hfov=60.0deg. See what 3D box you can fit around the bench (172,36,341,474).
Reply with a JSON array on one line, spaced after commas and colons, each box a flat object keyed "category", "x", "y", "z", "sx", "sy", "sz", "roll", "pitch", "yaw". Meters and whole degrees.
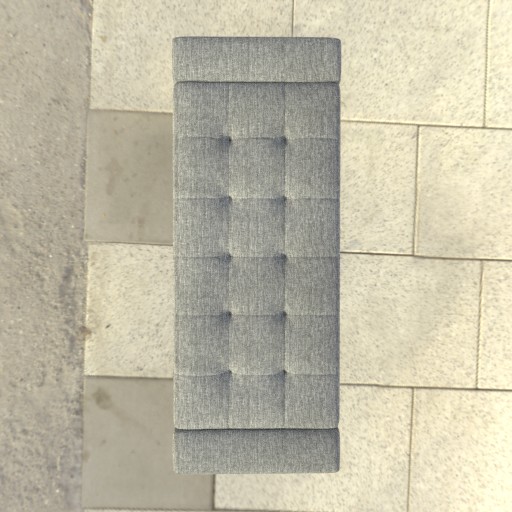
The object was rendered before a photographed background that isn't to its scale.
[{"category": "bench", "x": 0.000, "y": 0.000, "z": 1.512, "sx": 0.508, "sy": 0.445, "sz": 1.296, "roll": 0, "pitch": 91, "yaw": -1}]
